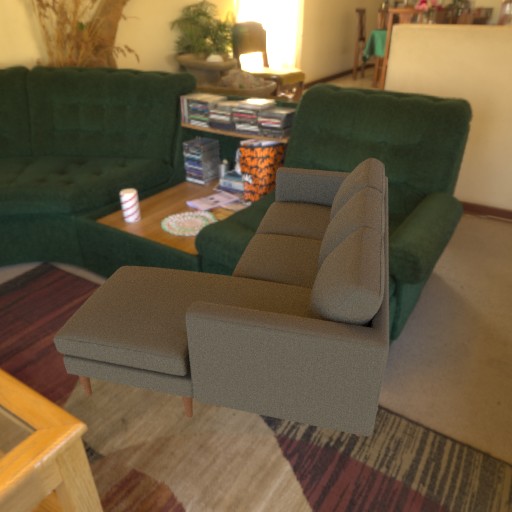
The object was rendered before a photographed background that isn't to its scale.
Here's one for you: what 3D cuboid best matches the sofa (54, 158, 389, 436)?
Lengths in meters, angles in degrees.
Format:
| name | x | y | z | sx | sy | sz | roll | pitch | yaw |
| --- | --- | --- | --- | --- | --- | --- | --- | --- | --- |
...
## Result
| name | x | y | z | sx | sy | sz | roll | pitch | yaw |
| --- | --- | --- | --- | --- | --- | --- | --- | --- | --- |
| sofa | 0.000 | 0.000 | 2.870 | 1.591 | 0.897 | 2.031 | 7 | 31 | 12 |
